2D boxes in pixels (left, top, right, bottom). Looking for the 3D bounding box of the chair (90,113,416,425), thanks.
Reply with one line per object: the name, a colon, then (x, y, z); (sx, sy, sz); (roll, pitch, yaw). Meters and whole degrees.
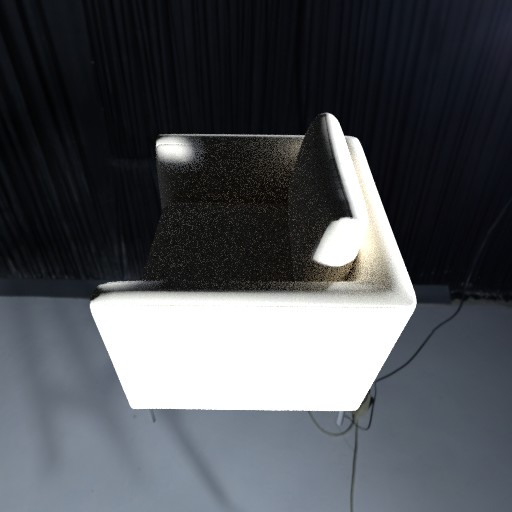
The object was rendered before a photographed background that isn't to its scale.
chair: (0.000, 0.000, 1.713); (0.889, 0.865, 1.041); (1, 40, 1)
